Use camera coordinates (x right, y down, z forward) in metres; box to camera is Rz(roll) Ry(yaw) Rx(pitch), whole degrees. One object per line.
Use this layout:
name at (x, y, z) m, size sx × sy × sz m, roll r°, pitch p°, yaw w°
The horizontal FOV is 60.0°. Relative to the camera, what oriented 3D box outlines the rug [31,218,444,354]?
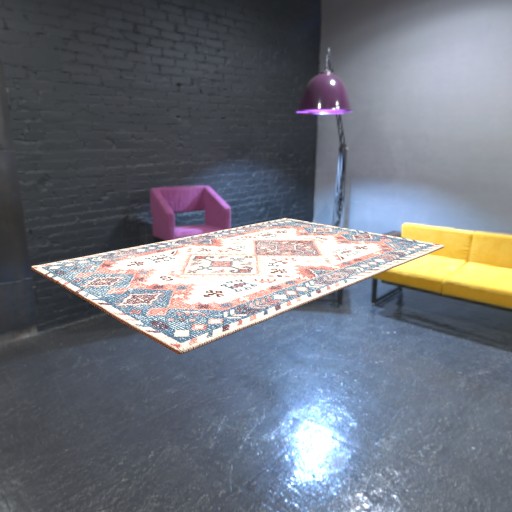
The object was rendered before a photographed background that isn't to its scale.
rug at (0.000, 0.000, 2.323) m, size 1.840 × 0.015 × 1.225 m, roll -15°, pitch 21°, yaw -43°
